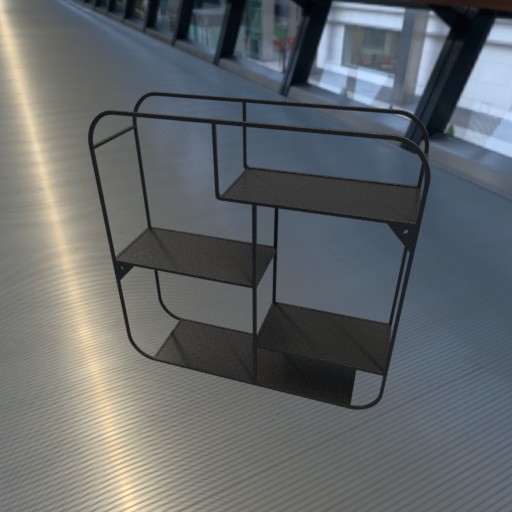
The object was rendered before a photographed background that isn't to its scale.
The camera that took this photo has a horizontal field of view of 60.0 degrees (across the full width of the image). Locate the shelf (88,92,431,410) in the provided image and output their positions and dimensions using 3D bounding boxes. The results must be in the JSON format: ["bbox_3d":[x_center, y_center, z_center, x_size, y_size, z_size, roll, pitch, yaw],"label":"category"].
[{"bbox_3d":[0.000,0.000,0.932,0.600,0.600,0.160,10,33,15],"label":"shelf"}]
